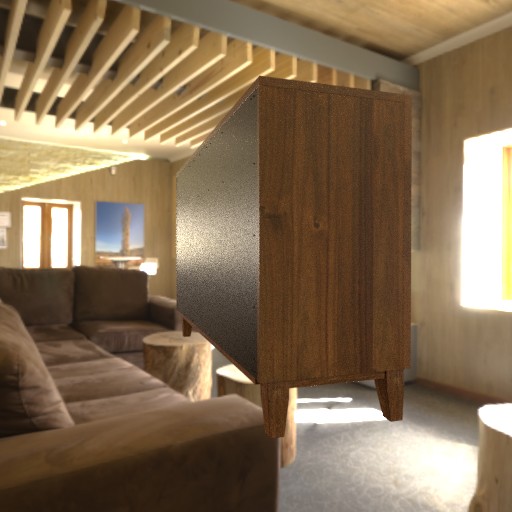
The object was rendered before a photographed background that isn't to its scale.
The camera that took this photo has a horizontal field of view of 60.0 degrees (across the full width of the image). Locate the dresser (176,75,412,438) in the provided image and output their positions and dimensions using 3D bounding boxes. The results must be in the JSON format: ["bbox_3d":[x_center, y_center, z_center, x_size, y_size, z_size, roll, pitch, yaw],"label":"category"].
[{"bbox_3d":[0.000,0.000,1.787,0.446,0.873,1.400,0,1,-18],"label":"dresser"}]
